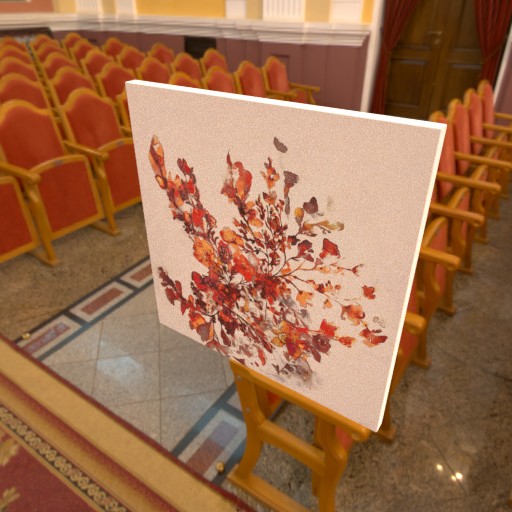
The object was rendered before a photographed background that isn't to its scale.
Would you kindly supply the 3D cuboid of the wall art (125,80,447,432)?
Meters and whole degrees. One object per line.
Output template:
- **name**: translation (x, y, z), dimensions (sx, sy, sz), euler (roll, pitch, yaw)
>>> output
- **wall art**: translation (0.000, 0.000, 1.111), dimensions (0.757, 0.757, 0.037), euler (20, 36, 29)
